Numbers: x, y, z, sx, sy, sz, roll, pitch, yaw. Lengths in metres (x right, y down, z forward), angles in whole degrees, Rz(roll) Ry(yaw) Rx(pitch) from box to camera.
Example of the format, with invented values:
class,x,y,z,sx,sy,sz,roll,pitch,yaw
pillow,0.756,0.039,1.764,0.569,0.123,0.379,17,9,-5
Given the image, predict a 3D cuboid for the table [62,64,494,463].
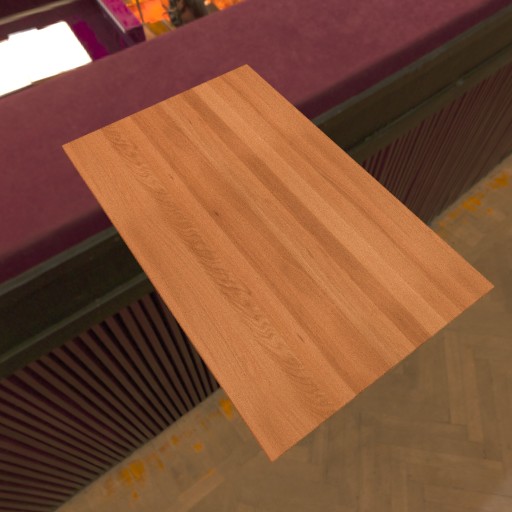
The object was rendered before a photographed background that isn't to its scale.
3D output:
class,x,y,z,sx,sy,sz,roll,pitch,yaw
table,0.000,0.000,1.466,0.700,0.510,1.100,-31,63,-18
